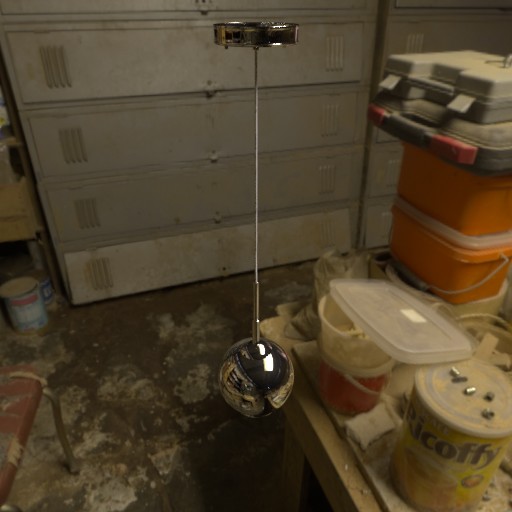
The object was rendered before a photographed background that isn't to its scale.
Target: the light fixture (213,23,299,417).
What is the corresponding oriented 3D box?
[{"bbox_3d":[0.000,0.000,1.659,0.336,1.538,0.336,-9,32,-15],"label":"light fixture"}]
